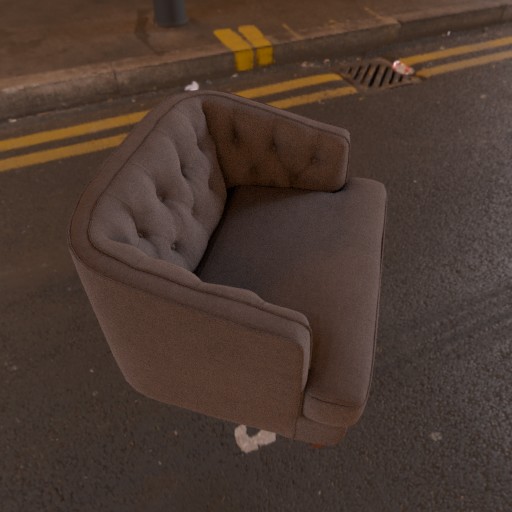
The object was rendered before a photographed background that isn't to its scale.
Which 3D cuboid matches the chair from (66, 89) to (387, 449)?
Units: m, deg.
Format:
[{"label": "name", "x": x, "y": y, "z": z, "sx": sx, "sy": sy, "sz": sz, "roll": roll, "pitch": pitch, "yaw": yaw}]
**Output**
[{"label": "chair", "x": 0.000, "y": 0.000, "z": 1.689, "sx": 0.941, "sy": 0.852, "sz": 1.104, "roll": 11, "pitch": 47, "yaw": 10}]
